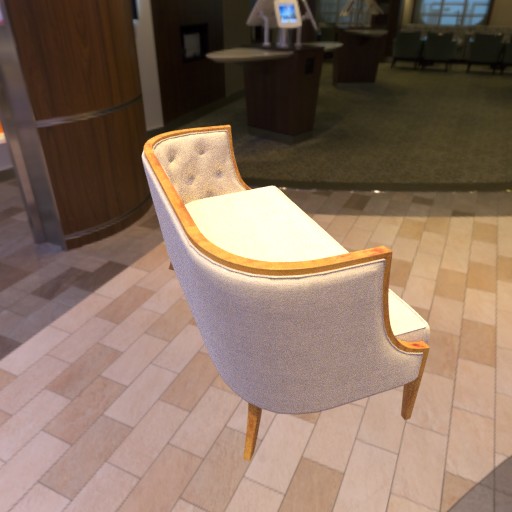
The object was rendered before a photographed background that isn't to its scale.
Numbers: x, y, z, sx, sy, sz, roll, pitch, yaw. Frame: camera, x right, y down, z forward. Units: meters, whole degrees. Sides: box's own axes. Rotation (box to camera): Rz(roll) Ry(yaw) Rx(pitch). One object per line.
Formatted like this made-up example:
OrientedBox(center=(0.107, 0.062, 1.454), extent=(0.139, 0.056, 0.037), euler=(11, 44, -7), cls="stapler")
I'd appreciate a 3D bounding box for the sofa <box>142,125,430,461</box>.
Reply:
OrientedBox(center=(0.000, 0.000, 1.942), extent=(0.770, 0.775, 1.474), euler=(-11, 32, -18), cls="sofa")
